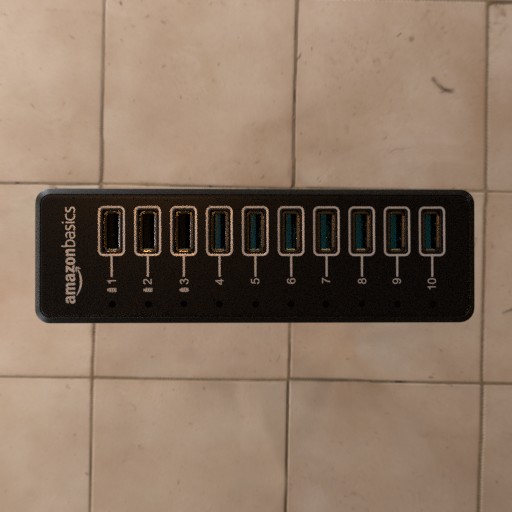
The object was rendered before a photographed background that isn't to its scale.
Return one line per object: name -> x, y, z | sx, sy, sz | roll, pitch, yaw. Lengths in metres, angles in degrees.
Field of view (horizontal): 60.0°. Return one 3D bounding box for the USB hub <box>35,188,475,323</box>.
USB hub -> 0.000, 0.000, 0.157 | 0.145, 0.023, 0.044 | 0, 90, -1
